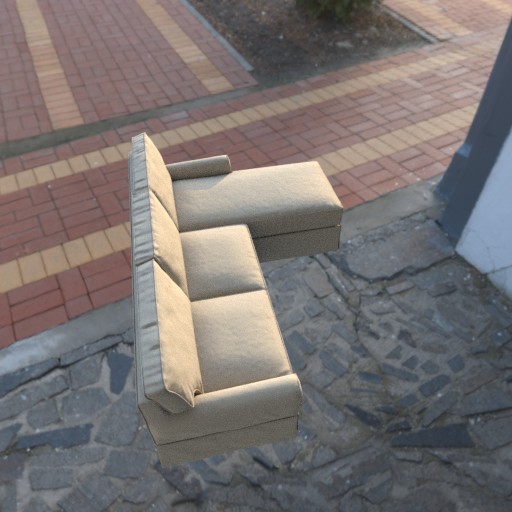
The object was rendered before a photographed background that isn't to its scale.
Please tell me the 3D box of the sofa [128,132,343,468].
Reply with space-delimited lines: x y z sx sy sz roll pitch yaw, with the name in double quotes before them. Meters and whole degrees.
"sofa" 0.000 0.000 3.341 1.733 0.978 2.475 -9 46 -9
